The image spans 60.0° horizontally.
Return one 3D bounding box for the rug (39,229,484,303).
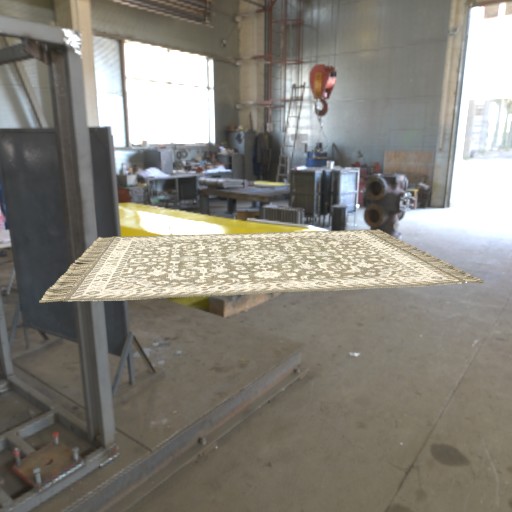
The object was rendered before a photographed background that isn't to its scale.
[{"bbox_3d":[0.000,0.000,3.098,2.431,0.025,1.530,-2,15,-8],"label":"rug"}]
